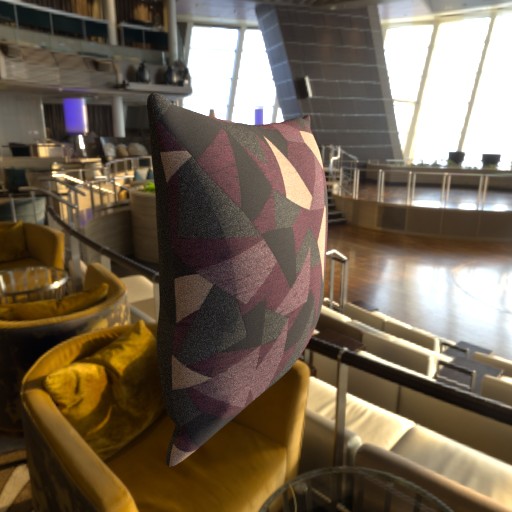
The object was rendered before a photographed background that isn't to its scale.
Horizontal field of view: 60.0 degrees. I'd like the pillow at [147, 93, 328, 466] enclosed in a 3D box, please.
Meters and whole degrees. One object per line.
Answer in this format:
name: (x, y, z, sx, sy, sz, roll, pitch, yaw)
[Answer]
pillow: (0.000, 0.000, 0.764, 0.208, 0.496, 0.503, 8, 17, 27)
